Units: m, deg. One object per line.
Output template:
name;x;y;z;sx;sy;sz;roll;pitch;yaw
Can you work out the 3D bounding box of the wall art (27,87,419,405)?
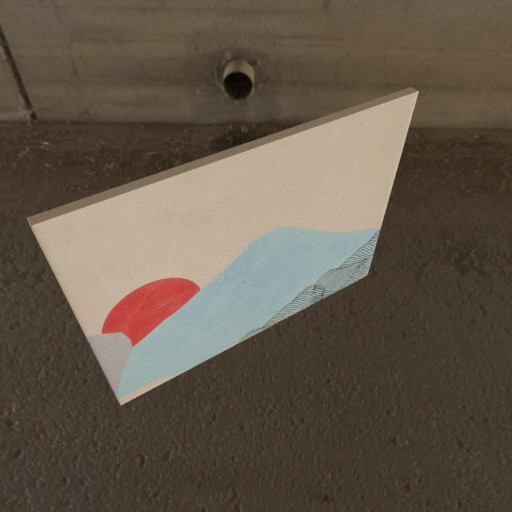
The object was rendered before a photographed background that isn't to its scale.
wall art;0.000;0.000;1.560;1.219;0.912;0.042;-24;51;-21
